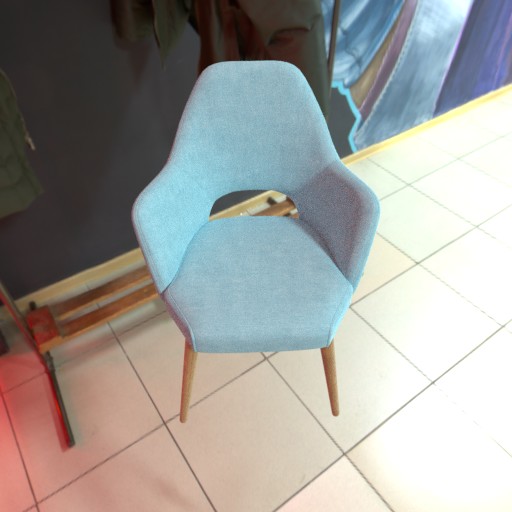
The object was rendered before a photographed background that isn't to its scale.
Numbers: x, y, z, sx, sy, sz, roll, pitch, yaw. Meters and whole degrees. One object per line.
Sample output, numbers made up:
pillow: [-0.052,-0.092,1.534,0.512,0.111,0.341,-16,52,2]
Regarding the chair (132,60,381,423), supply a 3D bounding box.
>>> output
chair: [0.000,0.000,1.230,0.590,0.840,0.610,-2,45,-2]
